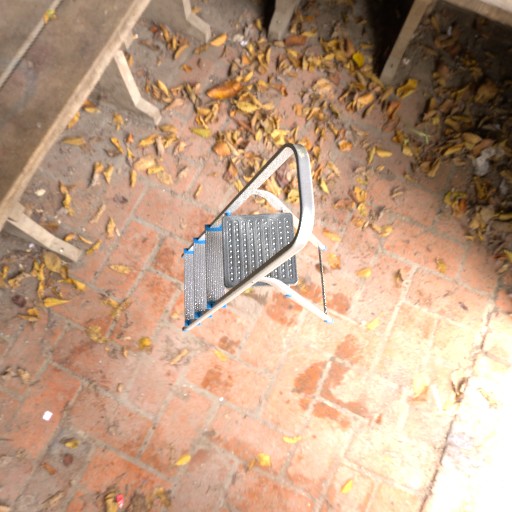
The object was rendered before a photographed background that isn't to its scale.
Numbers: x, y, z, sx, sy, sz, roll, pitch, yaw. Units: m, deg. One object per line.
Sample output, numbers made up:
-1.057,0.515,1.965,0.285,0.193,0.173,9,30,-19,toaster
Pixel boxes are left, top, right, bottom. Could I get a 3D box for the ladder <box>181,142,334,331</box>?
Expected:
0.000,0.000,1.825,0.842,1.434,0.445,-3,75,-1,ladder
